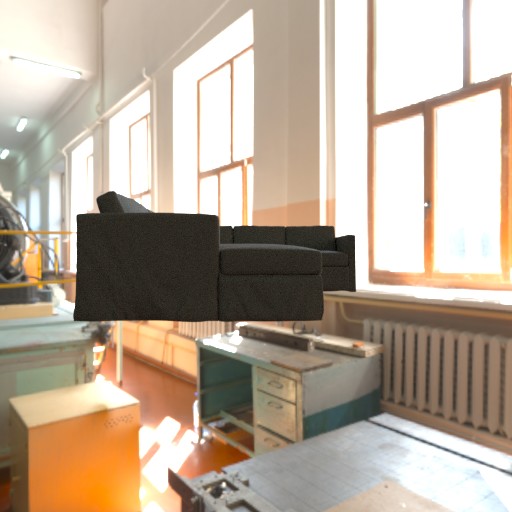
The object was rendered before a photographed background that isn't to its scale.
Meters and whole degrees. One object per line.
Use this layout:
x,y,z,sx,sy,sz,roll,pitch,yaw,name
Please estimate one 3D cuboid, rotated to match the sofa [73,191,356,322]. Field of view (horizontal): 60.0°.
0.000,0.000,4.610,2.476,0.878,3.528,0,0,-1,sofa
